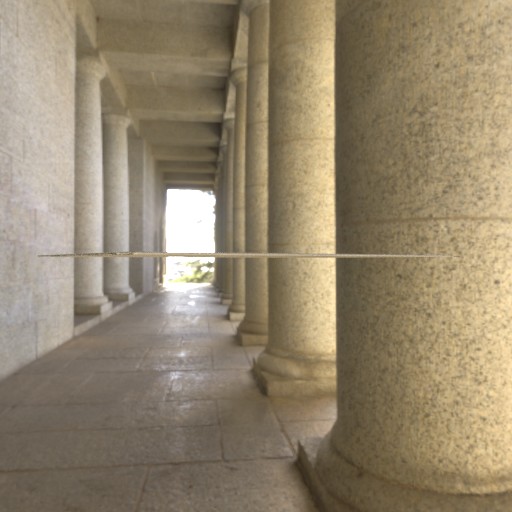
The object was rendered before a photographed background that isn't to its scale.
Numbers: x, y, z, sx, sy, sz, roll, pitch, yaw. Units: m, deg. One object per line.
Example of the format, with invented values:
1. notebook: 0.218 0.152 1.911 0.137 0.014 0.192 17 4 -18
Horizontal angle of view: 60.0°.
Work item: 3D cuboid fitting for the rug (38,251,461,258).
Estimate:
1. rug: 0.000 0.000 3.030 2.486 0.013 1.548 0 -1 -36
